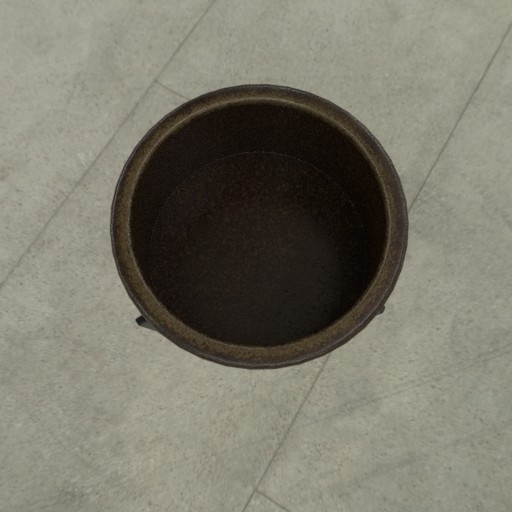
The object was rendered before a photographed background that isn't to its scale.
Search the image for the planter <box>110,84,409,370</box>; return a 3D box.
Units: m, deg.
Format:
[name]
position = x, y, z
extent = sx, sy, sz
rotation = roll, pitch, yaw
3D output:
[planter]
position = 0.000, 0.000, 0.545
extent = 0.255, 0.375, 0.269
rotation = -4, 76, -1
